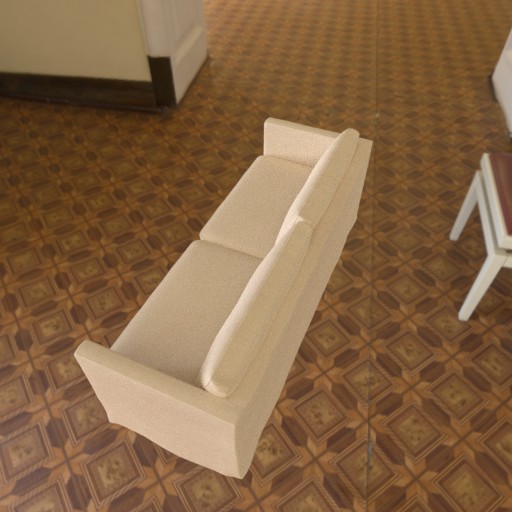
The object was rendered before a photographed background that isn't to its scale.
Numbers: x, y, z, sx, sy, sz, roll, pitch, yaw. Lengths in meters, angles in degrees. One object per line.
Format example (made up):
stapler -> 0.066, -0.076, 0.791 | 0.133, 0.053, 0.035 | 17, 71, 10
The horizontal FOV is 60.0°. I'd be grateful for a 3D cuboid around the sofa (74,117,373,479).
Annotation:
sofa -> 0.000, 0.000, 3.375 | 1.036, 0.999, 2.779 | 18, 49, 16
